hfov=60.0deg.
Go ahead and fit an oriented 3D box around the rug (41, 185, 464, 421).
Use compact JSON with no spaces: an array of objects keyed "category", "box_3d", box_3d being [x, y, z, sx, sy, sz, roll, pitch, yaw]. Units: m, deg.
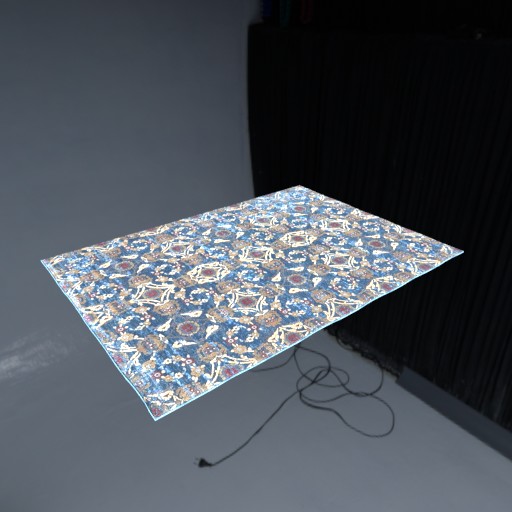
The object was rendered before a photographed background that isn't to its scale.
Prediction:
[{"category":"rug","box_3d":[0.000,0.000,2.831,2.207,0.014,1.567,-21,35,-32]}]
